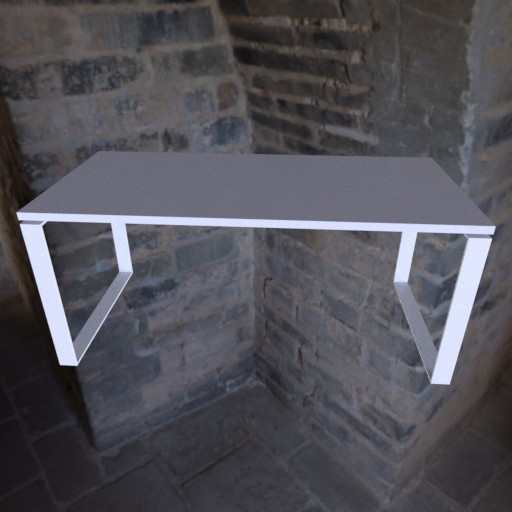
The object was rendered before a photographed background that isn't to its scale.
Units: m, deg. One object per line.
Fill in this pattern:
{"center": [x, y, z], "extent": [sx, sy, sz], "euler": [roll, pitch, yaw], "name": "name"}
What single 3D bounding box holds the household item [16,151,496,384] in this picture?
{"center": [0.000, 0.000, 2.098], "extent": [1.700, 0.745, 0.800], "euler": [2, 29, 3], "name": "household item"}
